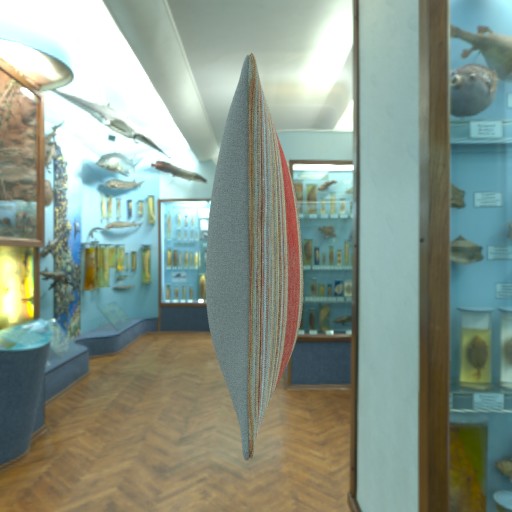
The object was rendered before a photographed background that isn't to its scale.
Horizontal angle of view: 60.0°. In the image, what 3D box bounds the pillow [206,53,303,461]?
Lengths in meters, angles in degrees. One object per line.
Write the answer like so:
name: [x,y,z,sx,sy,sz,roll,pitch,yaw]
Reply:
pillow: [0.000,0.000,0.661,0.136,0.419,0.437,0,0,2]
